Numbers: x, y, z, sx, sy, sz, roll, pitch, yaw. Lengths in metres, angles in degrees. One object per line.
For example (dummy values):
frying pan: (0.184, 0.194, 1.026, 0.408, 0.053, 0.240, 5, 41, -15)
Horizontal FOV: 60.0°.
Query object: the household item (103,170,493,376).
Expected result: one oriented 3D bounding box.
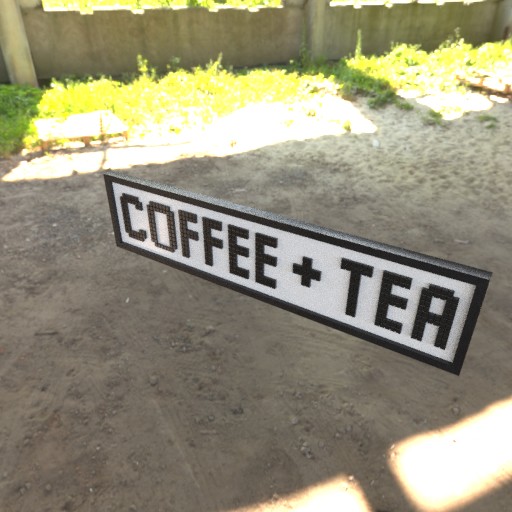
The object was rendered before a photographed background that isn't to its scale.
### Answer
household item: (0.000, 0.000, 1.086, 1.001, 0.236, 0.030, 18, 35, 28)
